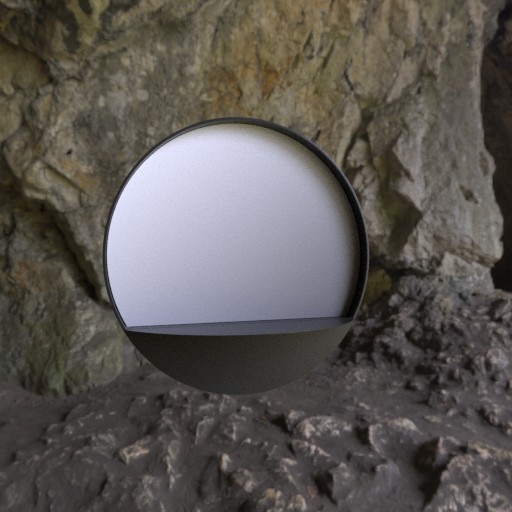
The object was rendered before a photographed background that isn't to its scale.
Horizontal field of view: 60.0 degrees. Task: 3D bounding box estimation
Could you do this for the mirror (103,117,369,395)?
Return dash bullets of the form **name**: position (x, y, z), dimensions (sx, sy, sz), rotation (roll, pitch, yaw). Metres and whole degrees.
- **mirror**: position (0.000, 0.000, 0.697), dimensions (0.457, 0.457, 0.133), rotation (0, 0, -18)
